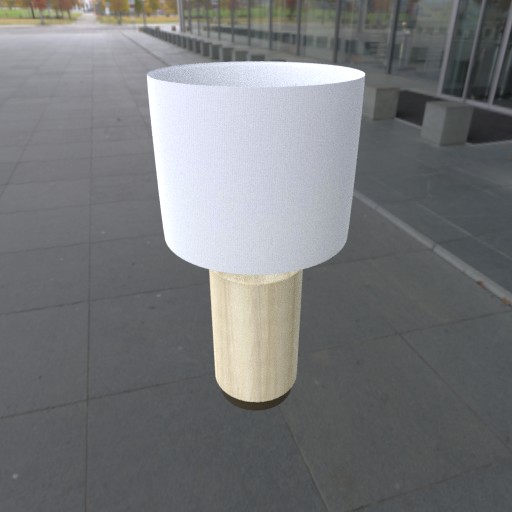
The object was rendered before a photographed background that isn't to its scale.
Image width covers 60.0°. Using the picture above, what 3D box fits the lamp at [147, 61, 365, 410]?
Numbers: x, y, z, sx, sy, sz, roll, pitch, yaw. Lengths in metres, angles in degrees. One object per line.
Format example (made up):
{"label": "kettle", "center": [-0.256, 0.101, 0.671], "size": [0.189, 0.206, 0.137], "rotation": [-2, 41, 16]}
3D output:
{"label": "lamp", "center": [0.000, 0.000, 0.575], "size": [0.228, 0.444, 0.228], "rotation": [-1, 29, -2]}
